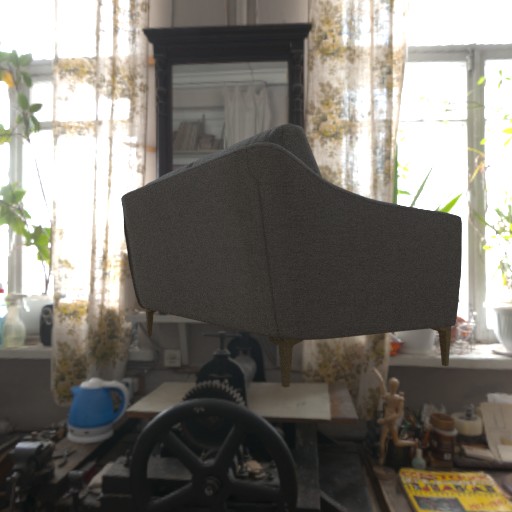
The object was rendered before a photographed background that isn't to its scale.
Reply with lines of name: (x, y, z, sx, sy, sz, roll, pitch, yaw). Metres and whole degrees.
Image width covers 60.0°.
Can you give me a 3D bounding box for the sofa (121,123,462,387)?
sofa: (0.000, 0.000, 2.187, 0.960, 0.904, 1.619, 1, -1, -34)
